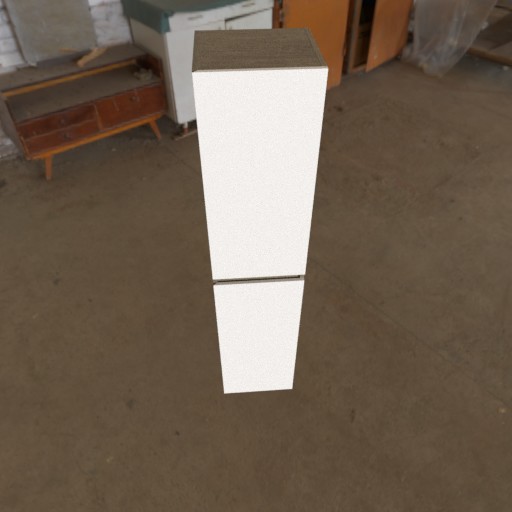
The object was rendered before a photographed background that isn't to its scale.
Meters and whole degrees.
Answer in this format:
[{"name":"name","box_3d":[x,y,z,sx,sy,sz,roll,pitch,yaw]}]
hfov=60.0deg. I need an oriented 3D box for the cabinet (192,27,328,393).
[{"name":"cabinet","box_3d":[0.000,0.000,1.554,0.300,1.400,0.270,-3,45,-3]}]
